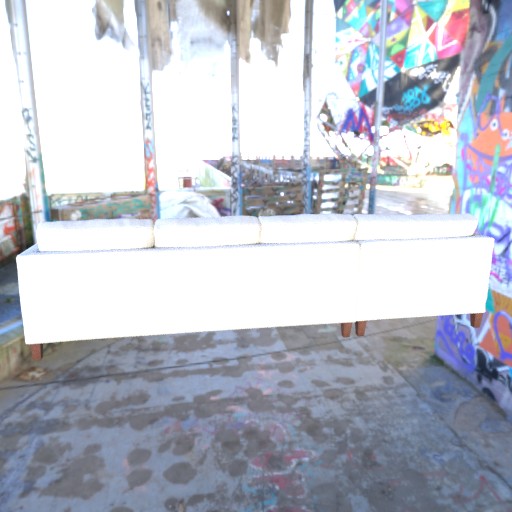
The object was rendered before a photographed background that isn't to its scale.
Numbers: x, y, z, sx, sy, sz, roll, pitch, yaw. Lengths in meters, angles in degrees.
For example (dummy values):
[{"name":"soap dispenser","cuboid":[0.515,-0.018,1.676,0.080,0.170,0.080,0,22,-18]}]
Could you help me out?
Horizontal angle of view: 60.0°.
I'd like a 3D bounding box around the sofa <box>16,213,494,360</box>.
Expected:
[{"name":"sofa","cuboid":[0.000,0.000,3.705,3.186,0.861,1.625,-2,14,-10]}]
